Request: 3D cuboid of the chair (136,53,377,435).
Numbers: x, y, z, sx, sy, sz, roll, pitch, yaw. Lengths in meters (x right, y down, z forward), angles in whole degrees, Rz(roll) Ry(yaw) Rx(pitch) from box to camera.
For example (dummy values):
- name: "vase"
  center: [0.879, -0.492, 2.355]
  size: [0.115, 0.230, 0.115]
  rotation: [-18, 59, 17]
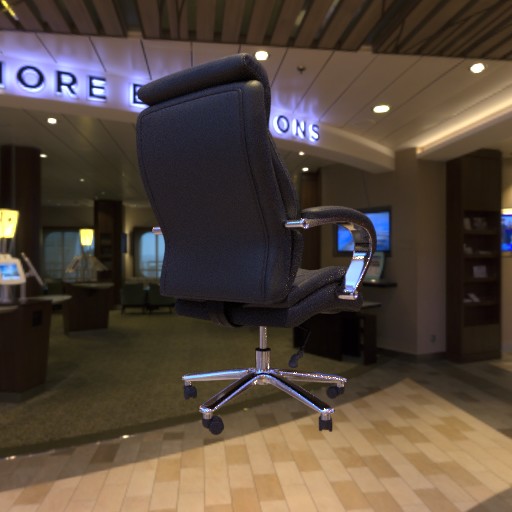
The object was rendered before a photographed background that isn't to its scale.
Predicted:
- name: "chair"
  center: [0.000, 0.000, 1.696]
  size: [0.755, 1.183, 0.790]
  rotation: [0, 0, 37]
